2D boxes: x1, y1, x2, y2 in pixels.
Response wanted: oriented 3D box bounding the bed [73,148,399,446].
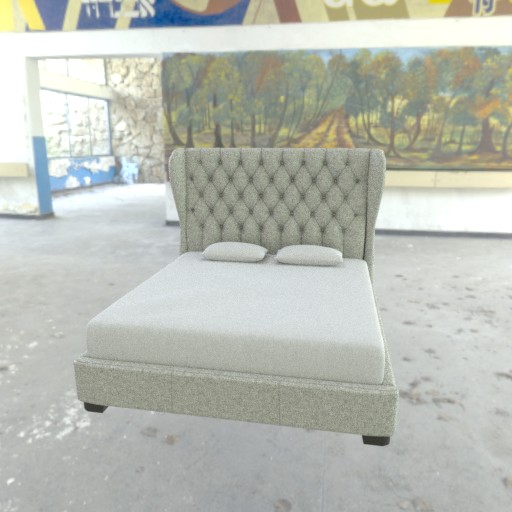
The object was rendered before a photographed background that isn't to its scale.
[{"bbox_3d":[0.000,0.000,3.786,2.219,1.771,2.347,3,15,10],"label":"bed"}]
